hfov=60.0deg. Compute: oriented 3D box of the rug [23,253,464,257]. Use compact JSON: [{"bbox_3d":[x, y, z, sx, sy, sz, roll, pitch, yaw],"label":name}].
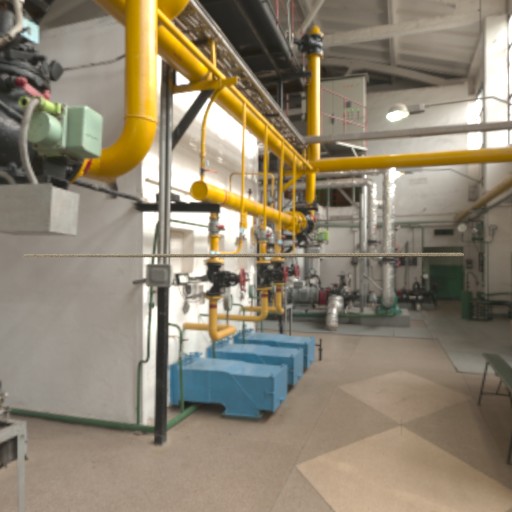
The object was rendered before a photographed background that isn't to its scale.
[{"bbox_3d":[0.000,0.000,2.288,1.829,0.010,1.219,0,0,19],"label":"rug"}]
